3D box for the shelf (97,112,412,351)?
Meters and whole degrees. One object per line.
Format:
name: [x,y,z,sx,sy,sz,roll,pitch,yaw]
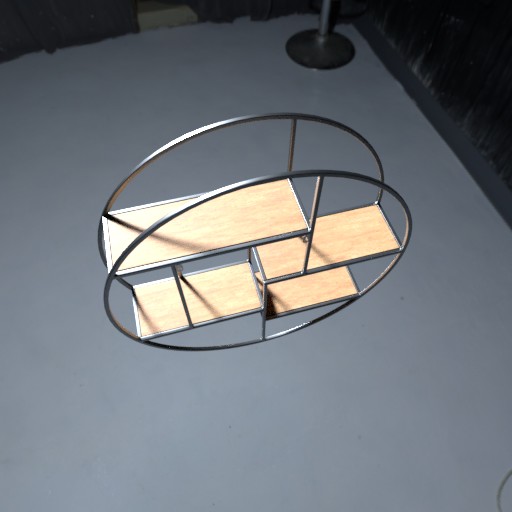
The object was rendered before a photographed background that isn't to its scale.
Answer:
shelf: [0.000,0.000,1.336,0.888,0.888,0.202,-13,58,-8]
